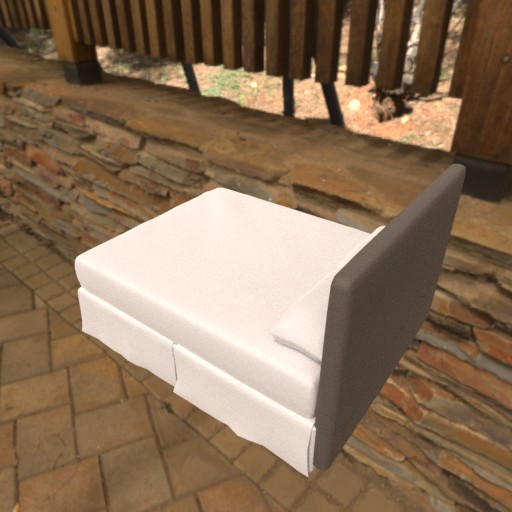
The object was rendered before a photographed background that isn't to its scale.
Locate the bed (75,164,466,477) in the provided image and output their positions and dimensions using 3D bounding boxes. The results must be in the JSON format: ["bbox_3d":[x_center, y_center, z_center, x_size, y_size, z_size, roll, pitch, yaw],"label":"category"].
[{"bbox_3d":[0.000,0.000,3.131,2.142,1.330,1.723,22,38,31],"label":"bed"}]
